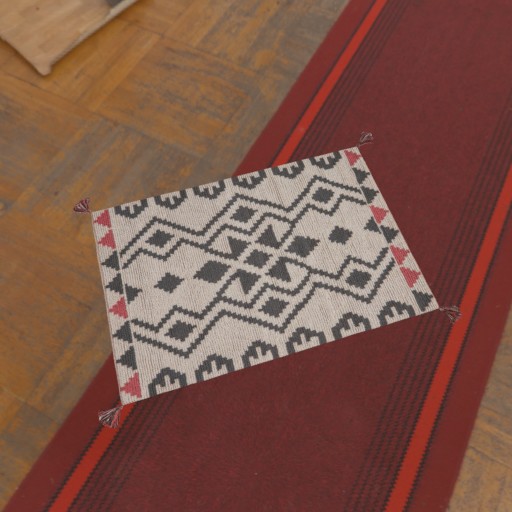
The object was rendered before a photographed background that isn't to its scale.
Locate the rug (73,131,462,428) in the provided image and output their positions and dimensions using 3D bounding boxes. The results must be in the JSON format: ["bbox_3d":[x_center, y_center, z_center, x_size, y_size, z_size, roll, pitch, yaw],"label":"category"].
[{"bbox_3d":[0.000,0.000,2.659,2.069,0.067,1.444,-15,65,-7],"label":"rug"}]
